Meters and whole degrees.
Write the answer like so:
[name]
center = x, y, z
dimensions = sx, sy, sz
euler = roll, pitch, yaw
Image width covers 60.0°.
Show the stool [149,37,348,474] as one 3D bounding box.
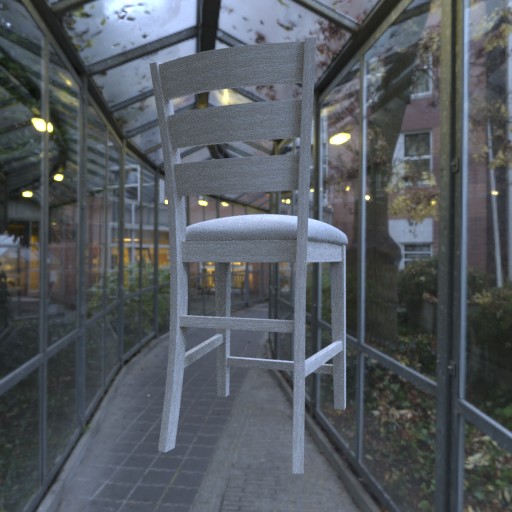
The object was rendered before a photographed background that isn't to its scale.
[stool]
center = 0.000, 0.000, 1.334
dimensions = 0.484, 1.032, 0.569
euler = 0, 0, 19
